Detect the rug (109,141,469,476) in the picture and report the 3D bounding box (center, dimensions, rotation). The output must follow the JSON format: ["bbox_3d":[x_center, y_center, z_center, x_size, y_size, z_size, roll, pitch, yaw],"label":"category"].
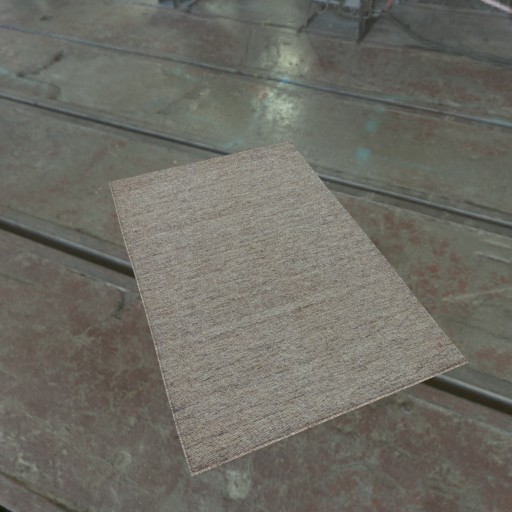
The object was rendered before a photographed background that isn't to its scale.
[{"bbox_3d":[0.000,0.000,2.898,1.547,0.013,2.283,-16,49,-15],"label":"rug"}]
